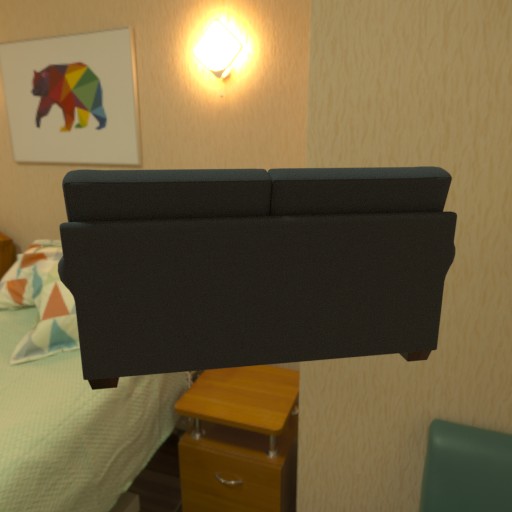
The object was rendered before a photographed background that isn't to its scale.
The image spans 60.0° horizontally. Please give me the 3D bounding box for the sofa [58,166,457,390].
[{"bbox_3d":[0.000,0.000,2.517,1.930,1.020,0.940,-2,15,-10],"label":"sofa"}]
